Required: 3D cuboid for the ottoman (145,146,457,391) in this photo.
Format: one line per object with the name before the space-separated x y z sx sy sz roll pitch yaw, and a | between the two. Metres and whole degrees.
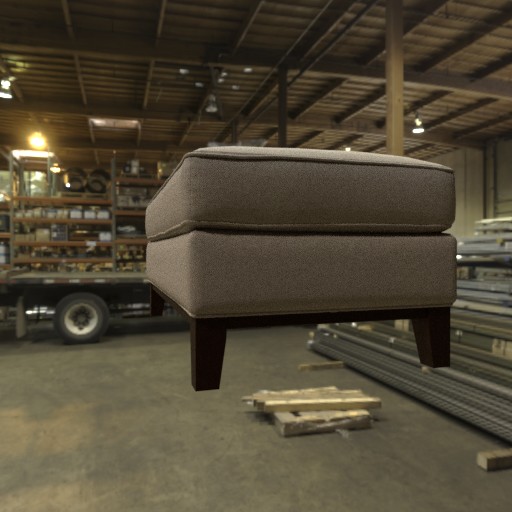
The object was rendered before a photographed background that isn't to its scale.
ottoman | 0.000 0.000 1.459 0.648 0.508 1.143 0 1 -18
